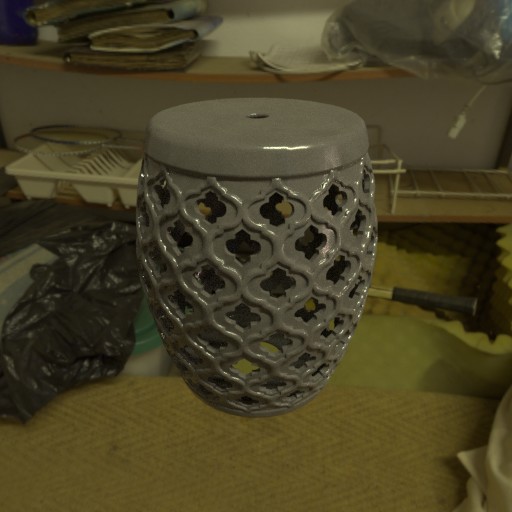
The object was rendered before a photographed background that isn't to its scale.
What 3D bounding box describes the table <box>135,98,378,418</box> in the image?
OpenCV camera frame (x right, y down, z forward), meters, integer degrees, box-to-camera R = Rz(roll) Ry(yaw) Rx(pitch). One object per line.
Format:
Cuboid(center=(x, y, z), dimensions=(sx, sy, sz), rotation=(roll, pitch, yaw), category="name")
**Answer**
Cuboid(center=(0.000, 0.000, 0.629), dimensions=(0.325, 0.388, 0.325), rotation=(0, 29, 0), category="table")
